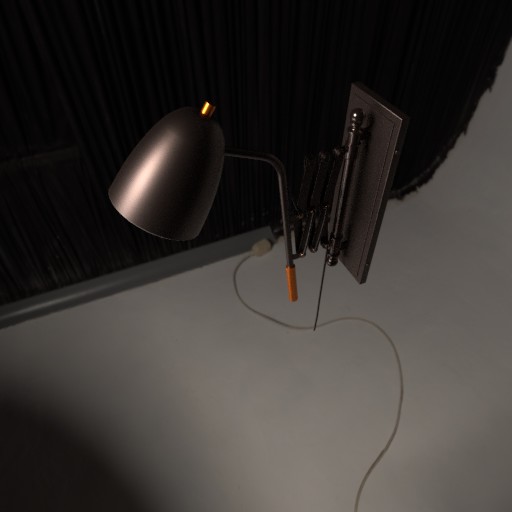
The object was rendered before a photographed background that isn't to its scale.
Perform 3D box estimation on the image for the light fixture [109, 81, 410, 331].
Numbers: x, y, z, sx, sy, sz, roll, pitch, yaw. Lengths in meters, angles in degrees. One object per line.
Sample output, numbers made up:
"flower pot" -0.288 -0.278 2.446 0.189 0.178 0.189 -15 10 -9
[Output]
"light fixture" 0.000 0.000 0.929 0.499 0.715 0.162 -18 48 -17
